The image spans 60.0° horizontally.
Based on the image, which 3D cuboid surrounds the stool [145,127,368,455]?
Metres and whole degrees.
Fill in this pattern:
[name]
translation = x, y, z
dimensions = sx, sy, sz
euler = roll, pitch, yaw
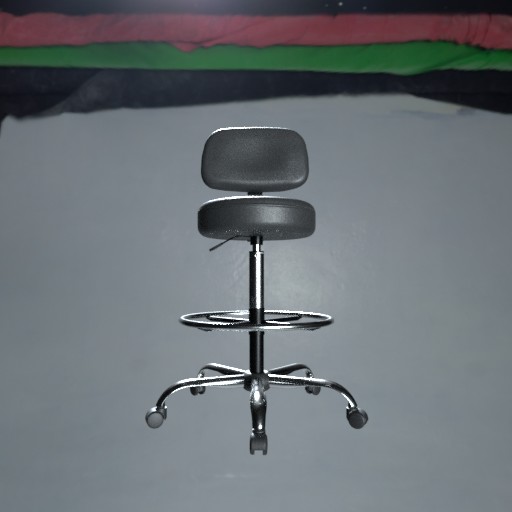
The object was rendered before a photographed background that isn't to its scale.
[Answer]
[stool]
translation = 0.000, 0.000, 1.487
dimensions = 0.694, 1.069, 0.658
euler = 0, -3, -1
